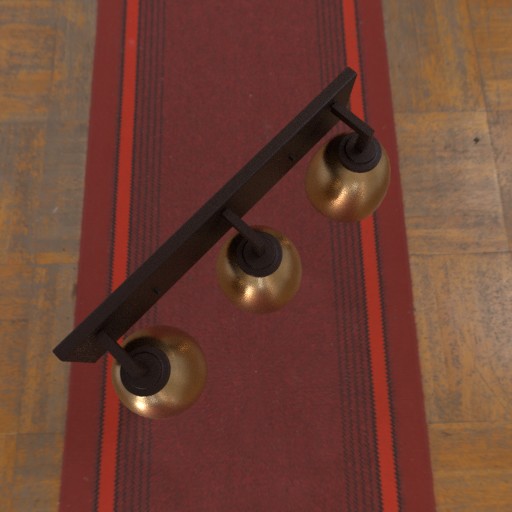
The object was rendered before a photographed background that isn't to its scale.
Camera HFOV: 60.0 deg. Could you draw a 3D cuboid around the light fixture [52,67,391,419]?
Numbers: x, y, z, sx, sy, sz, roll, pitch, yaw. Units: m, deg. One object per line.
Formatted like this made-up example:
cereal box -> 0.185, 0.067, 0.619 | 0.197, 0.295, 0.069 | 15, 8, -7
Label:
light fixture -> 0.000, 0.000, 0.659 | 0.157, 0.204, 0.582 | 43, 79, 10
